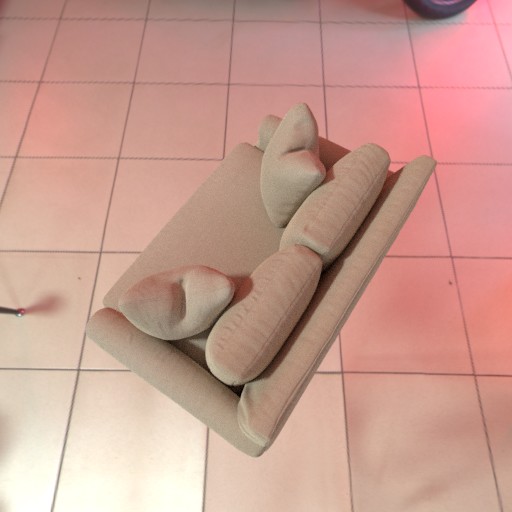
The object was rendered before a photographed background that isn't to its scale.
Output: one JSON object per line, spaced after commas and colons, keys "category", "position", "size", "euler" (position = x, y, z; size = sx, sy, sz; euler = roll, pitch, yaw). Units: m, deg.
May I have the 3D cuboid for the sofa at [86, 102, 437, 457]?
{"category": "sofa", "position": [0.000, 0.000, 2.198], "size": [1.070, 0.905, 1.550], "euler": [31, 68, 14]}
